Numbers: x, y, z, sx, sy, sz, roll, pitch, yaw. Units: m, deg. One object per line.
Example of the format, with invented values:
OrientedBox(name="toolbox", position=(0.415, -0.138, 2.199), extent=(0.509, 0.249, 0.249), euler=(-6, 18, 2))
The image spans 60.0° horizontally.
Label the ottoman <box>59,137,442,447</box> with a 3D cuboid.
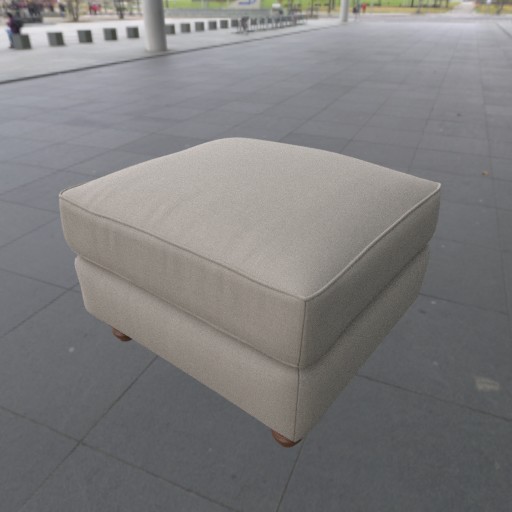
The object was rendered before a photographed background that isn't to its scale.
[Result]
OrientedBox(name="ottoman", position=(0.000, 0.000, 1.145), extent=(0.716, 0.505, 0.662), euler=(21, 36, 32))
